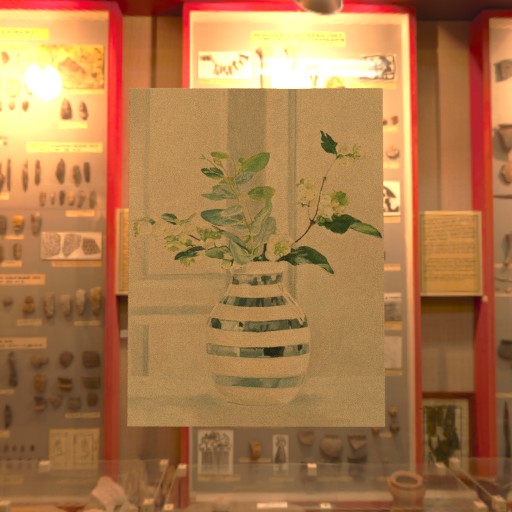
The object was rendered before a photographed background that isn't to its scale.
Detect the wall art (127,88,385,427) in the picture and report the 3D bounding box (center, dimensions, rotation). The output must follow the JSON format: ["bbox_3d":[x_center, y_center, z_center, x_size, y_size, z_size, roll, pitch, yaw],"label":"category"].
[{"bbox_3d":[0.000,0.000,1.603,0.914,1.212,0.038,0,-1,0],"label":"wall art"}]
